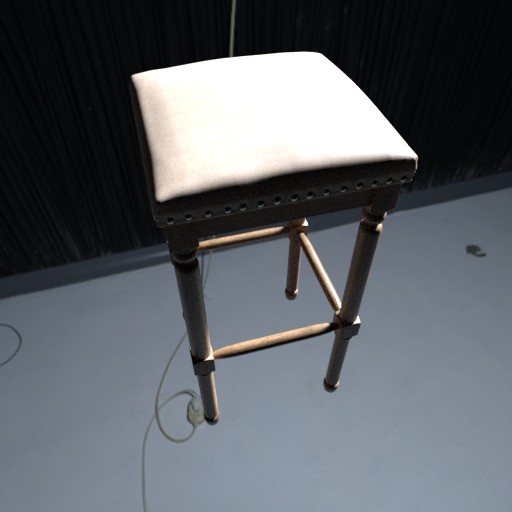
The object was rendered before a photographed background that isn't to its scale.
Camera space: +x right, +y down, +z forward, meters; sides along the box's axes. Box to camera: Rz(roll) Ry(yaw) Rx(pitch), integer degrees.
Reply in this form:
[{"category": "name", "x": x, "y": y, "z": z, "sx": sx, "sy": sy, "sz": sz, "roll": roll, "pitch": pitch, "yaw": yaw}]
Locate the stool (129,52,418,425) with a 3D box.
[{"category": "stool", "x": 0.000, "y": 0.000, "z": 0.959, "sx": 0.382, "sy": 0.768, "sz": 0.383, "roll": -12, "pitch": 47, "yaw": -11}]
